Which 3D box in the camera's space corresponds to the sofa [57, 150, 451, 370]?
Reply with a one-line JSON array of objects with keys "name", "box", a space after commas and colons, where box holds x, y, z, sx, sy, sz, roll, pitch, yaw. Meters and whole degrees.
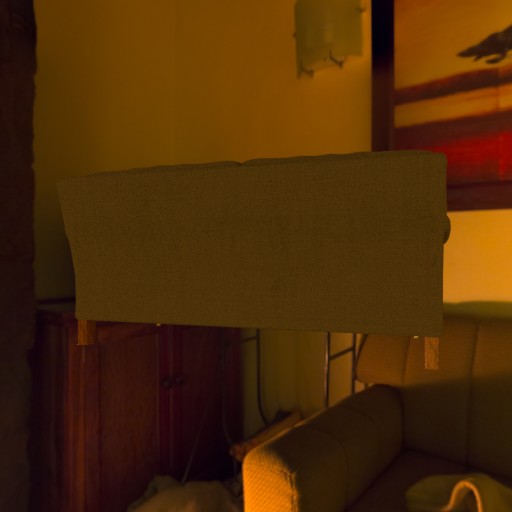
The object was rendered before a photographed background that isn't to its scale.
[{"name": "sofa", "box": [0.000, 0.000, 2.752, 2.165, 1.087, 1.086, 0, 0, 18]}]
